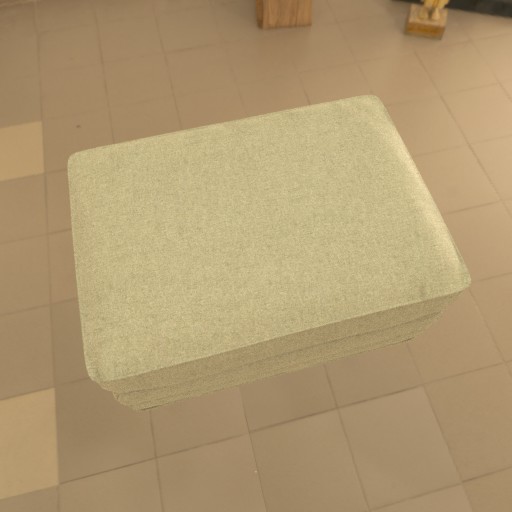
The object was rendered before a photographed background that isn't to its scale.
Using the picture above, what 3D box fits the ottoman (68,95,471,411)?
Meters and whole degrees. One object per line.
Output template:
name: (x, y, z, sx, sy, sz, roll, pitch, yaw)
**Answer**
ottoman: (0.000, 0.000, 1.205, 0.848, 0.508, 0.611, -13, 65, -6)
